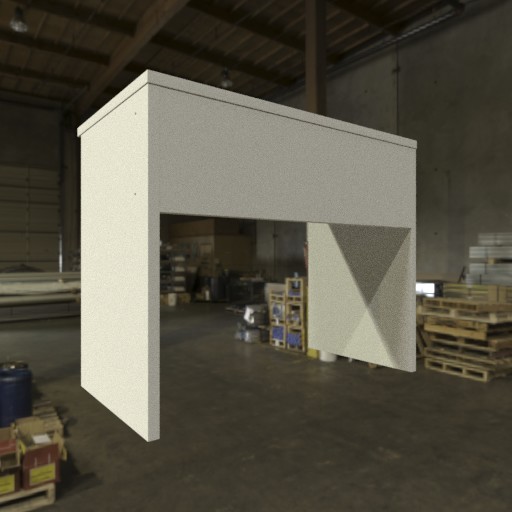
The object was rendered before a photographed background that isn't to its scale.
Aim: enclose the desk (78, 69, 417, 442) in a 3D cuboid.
[{"bbox_3d":[0.000,0.000,1.334,0.900,0.729,0.498,0,0,-37],"label":"desk"}]
